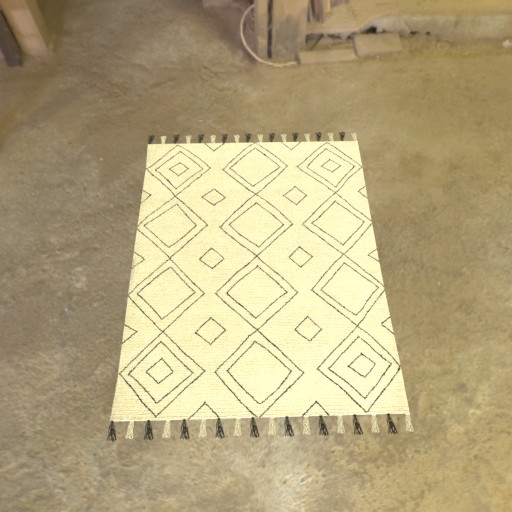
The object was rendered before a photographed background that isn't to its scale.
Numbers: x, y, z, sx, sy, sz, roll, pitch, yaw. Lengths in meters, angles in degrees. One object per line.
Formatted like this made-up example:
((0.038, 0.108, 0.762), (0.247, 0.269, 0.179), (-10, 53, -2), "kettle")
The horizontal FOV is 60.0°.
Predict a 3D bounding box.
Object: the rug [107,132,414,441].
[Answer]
((0.000, 0.000, 4.197), (2.342, 0.026, 3.221), (-1, 59, -1), "rug")
